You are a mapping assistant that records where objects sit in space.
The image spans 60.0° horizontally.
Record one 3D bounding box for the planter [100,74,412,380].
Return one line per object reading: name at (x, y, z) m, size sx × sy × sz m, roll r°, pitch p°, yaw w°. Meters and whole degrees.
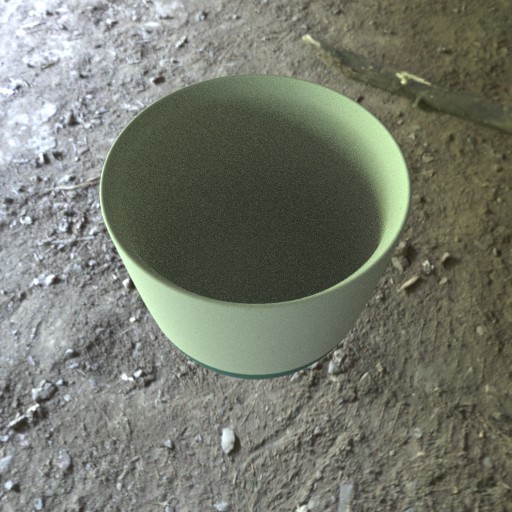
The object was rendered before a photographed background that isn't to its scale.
planter at (0.000, 0.000, 0.383) m, size 0.204 × 0.214 × 0.204 m, roll 0°, pitch 58°, yaw 0°
